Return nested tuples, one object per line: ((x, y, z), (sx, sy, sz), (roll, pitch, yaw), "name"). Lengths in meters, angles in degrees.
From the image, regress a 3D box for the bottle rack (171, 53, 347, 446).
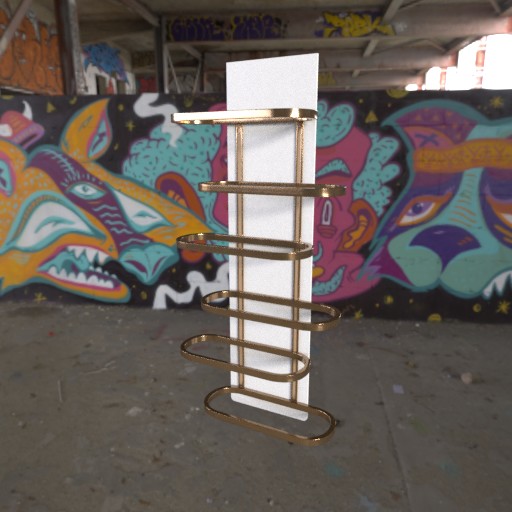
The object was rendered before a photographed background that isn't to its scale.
((0.000, 0.000, 0.831), (0.332, 0.709, 0.118), (7, 15, 27), "bottle rack")
